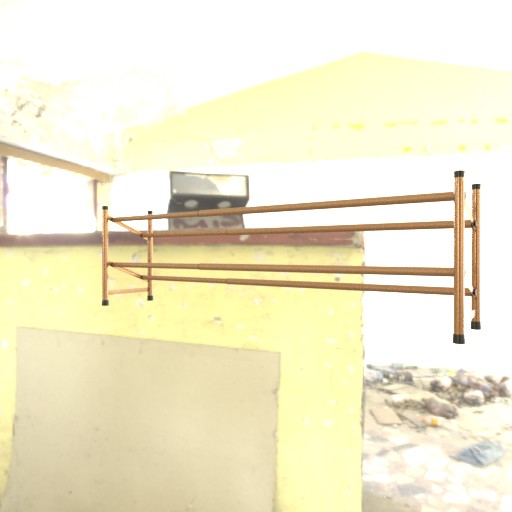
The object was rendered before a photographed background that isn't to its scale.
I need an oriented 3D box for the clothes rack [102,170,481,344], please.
[{"bbox_3d":[0.000,0.000,1.307,1.168,0.349,0.229,0,0,35],"label":"clothes rack"}]
